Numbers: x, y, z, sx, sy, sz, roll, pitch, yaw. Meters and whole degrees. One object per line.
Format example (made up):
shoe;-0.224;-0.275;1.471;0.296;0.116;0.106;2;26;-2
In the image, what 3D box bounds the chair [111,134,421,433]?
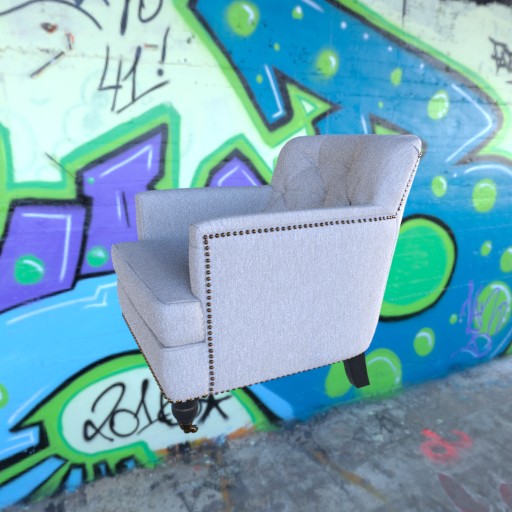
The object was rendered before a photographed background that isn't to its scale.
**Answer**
chair;0.000;0.000;1.548;0.902;0.823;0.737;-7;16;-25
